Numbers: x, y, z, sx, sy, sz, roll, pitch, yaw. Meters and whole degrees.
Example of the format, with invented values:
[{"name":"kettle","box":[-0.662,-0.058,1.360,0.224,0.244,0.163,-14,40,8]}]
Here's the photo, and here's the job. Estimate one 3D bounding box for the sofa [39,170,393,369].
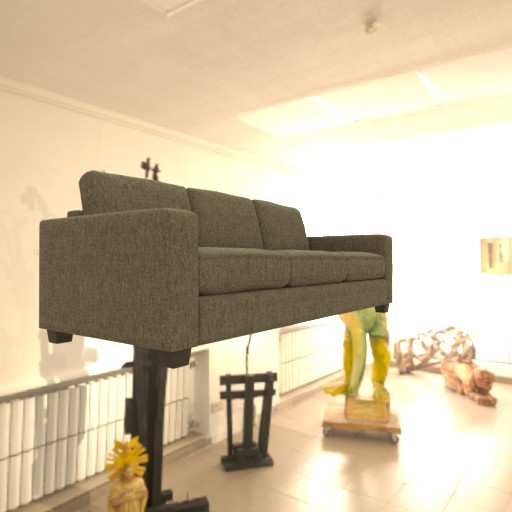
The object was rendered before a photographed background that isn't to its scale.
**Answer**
[{"name":"sofa","box":[0.000,0.000,2.618,0.900,0.800,2.160,0,-1,37]}]
